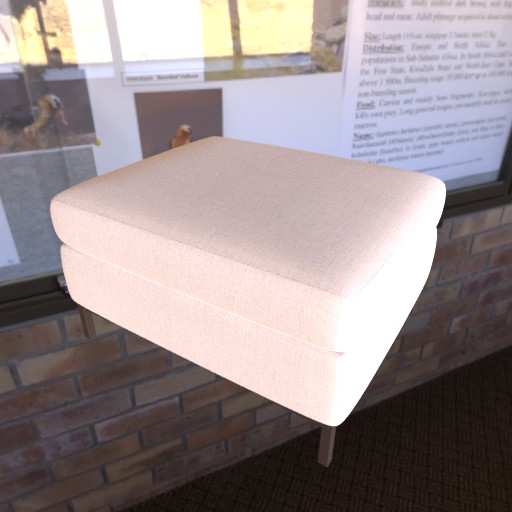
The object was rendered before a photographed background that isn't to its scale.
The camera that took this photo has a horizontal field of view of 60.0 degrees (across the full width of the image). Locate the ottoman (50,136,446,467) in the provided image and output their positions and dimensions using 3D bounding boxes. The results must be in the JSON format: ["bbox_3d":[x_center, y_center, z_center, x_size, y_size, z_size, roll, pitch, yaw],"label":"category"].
[{"bbox_3d":[0.000,0.000,1.174,0.794,0.453,0.657,18,34,28],"label":"ottoman"}]
